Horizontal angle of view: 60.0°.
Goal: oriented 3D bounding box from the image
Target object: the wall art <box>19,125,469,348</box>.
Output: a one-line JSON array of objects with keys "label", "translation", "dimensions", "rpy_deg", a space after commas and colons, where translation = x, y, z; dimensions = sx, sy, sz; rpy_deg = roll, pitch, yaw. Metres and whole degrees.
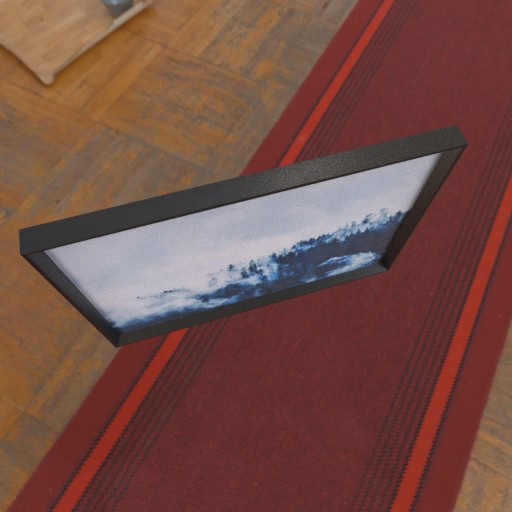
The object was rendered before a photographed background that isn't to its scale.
[{"label": "wall art", "translation": [0.000, 0.000, 1.187], "dimensions": [0.939, 0.640, 0.058], "rpy_deg": [-15, 64, -8]}]
